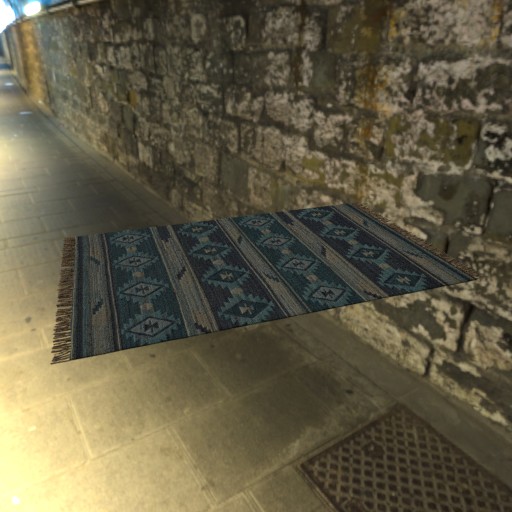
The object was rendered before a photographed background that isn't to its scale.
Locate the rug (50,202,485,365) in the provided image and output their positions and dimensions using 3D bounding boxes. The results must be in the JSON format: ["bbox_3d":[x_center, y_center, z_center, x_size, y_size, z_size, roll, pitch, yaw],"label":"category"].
[{"bbox_3d":[0.000,0.000,2.325,1.936,0.028,1.181,-9,27,-17],"label":"rug"}]
